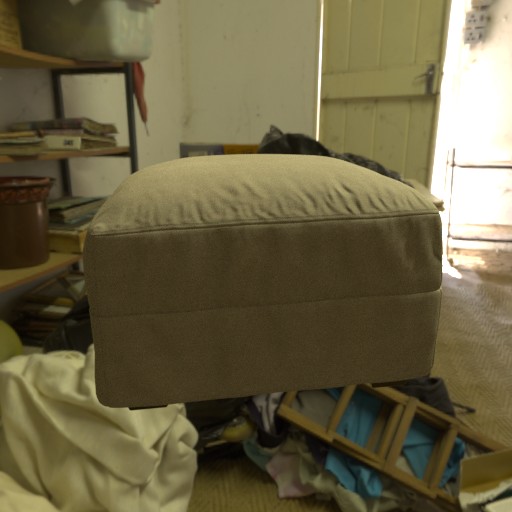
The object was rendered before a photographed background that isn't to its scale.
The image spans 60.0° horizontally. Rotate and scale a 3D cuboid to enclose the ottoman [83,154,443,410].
[{"bbox_3d":[0.000,0.000,1.074,0.712,0.480,0.584,-3,16,-9],"label":"ottoman"}]
